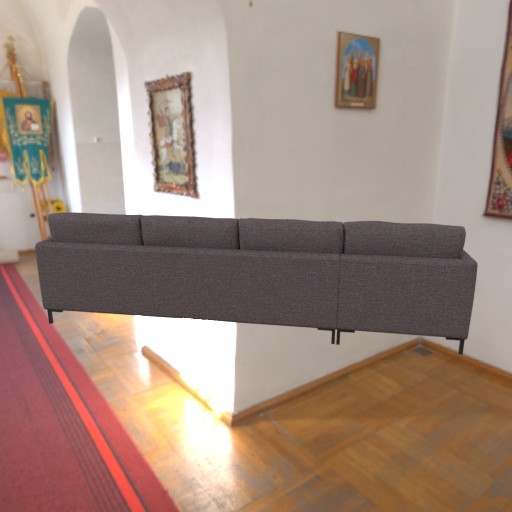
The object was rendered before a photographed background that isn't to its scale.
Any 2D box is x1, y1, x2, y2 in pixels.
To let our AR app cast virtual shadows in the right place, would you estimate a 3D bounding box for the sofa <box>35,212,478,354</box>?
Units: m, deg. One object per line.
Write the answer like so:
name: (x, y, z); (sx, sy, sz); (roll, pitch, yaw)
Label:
sofa: (0.000, 0.000, 3.264); (2.731, 0.754, 1.258); (3, 15, 9)
